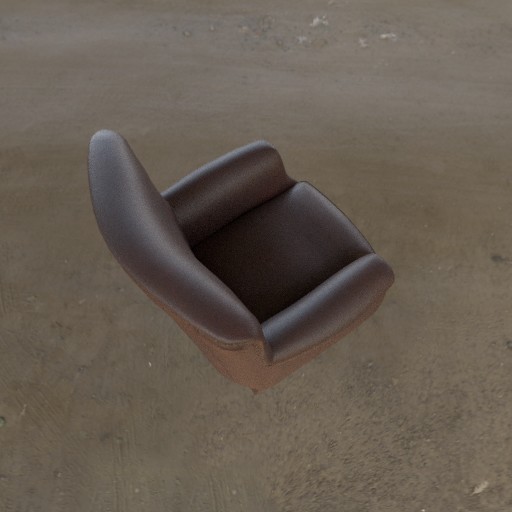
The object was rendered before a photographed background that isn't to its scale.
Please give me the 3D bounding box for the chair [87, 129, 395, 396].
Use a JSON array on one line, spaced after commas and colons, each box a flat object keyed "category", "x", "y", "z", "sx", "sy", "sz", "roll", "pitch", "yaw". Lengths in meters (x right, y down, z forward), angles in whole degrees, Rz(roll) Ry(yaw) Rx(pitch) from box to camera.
[{"category": "chair", "x": 0.000, "y": 0.000, "z": 1.358, "sx": 0.746, "sy": 0.800, "sz": 0.700, "roll": -30, "pitch": 63, "yaw": -17}]
